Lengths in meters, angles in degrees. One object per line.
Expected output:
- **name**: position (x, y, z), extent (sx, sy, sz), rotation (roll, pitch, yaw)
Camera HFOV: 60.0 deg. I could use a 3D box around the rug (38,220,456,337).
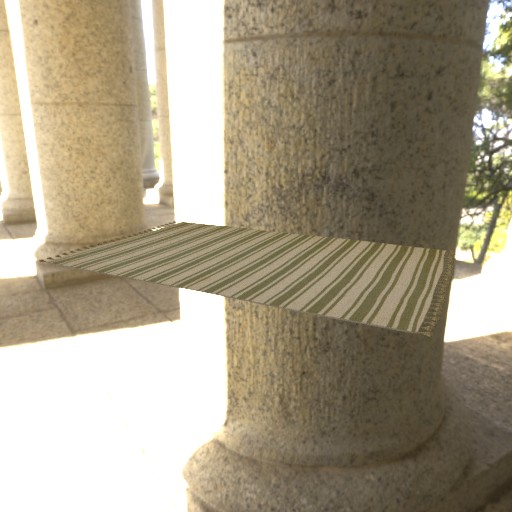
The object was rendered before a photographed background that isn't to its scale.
- **rug**: position (0.000, 0.000, 2.306), extent (1.875, 0.013, 1.162), rotation (8, 18, 26)
